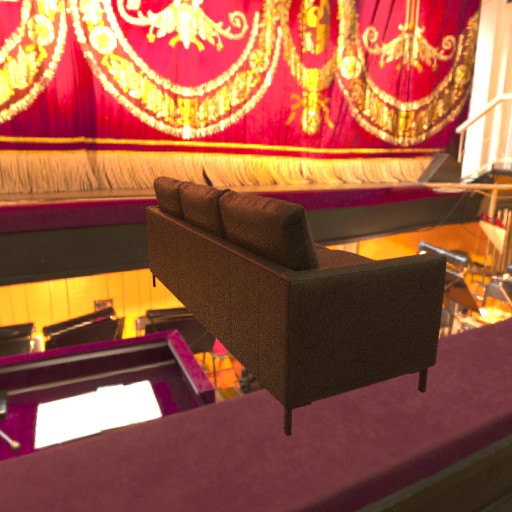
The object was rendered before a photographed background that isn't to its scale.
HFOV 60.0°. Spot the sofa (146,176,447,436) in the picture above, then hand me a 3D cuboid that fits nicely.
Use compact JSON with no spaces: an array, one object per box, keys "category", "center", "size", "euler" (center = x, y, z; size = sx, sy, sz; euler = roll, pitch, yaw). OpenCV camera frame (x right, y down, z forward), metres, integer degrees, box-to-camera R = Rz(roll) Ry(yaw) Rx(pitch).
[{"category":"sofa","center":[0.000,0.000,2.449],"size":[0.748,0.805,2.029],"euler":[-7,15,-26]}]
